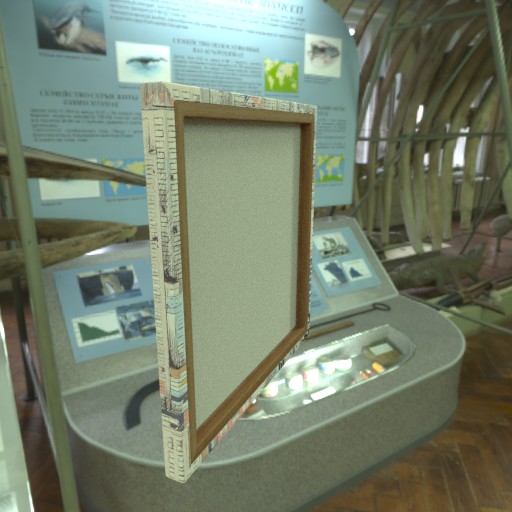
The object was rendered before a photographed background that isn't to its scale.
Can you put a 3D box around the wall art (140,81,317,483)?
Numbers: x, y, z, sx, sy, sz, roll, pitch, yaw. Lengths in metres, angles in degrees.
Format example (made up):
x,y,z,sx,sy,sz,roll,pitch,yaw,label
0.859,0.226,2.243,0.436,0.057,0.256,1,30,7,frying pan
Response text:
x,y,z,sx,sy,sz,roll,pitch,yaw,label
0.000,0.000,1.130,0.048,0.762,0.761,7,17,25,wall art
